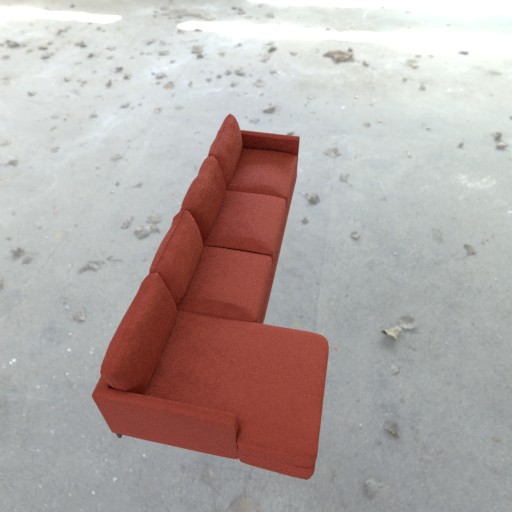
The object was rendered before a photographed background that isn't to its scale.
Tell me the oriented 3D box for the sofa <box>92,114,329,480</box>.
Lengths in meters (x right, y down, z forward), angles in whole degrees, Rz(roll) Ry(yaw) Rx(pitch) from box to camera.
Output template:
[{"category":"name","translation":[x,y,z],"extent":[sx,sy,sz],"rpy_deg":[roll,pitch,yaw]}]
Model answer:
[{"category":"sofa","translation":[0.000,0.000,4.044],"extent":[1.500,0.967,3.400],"rpy_deg":[9,47,8]}]
